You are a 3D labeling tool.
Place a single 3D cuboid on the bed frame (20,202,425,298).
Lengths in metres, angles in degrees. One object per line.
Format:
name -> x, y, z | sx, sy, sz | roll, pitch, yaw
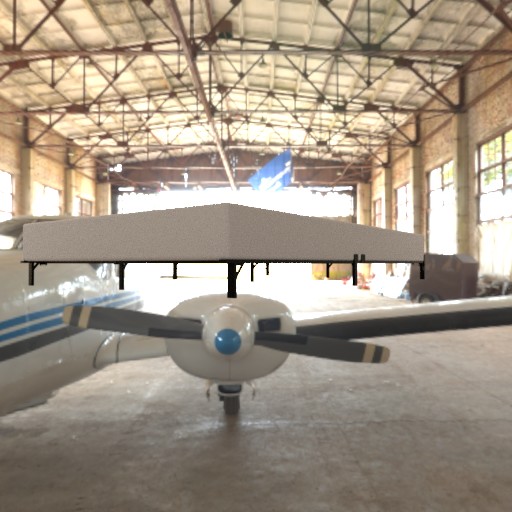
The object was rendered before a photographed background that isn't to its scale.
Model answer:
bed frame -> 0.000, 0.000, 3.748 | 1.930, 0.440, 2.987 | -1, -1, 37
